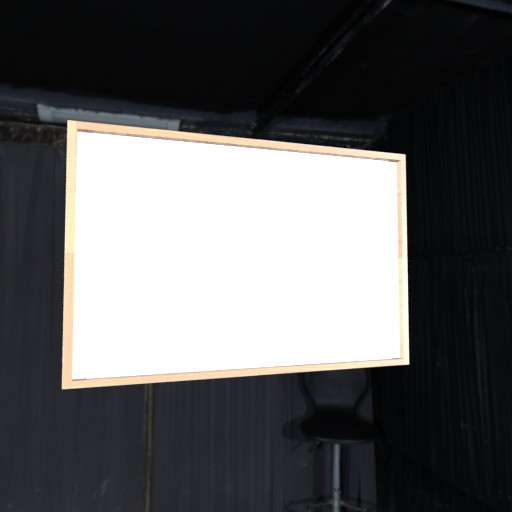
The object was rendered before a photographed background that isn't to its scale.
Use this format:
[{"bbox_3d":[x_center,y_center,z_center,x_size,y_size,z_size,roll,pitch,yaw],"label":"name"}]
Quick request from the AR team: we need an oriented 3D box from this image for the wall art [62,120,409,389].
[{"bbox_3d":[0.000,0.000,1.151,0.914,0.607,0.023,1,-3,-18],"label":"wall art"}]
